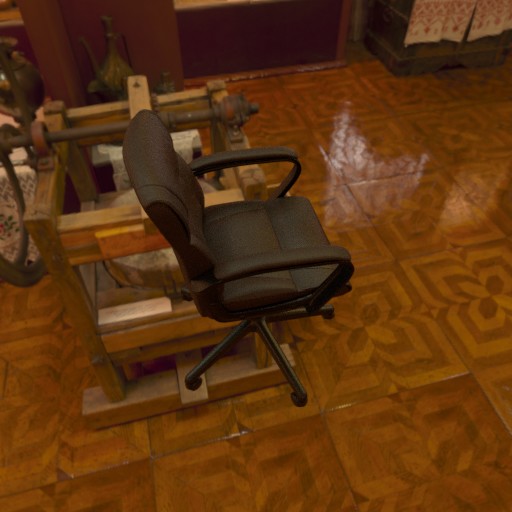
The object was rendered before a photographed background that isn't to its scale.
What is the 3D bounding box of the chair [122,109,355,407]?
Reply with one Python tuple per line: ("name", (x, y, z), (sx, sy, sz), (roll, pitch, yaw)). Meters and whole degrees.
("chair", (0.000, 0.000, 1.562), (0.717, 1.004, 0.739), (-9, 48, -9))
